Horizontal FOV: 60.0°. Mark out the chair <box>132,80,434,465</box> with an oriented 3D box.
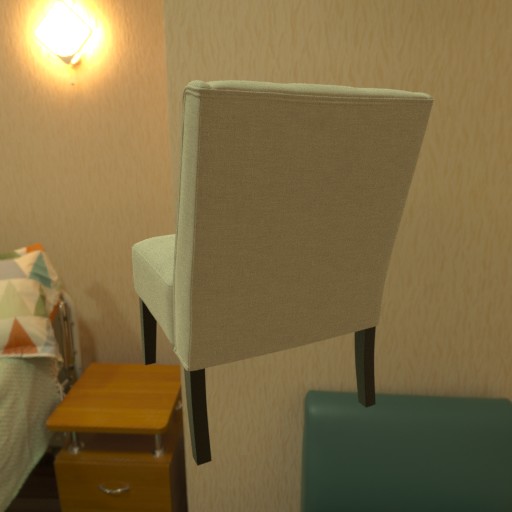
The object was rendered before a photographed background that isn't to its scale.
[{"bbox_3d":[0.000,0.000,1.248,0.569,0.853,0.676,-8,17,-26],"label":"chair"}]
